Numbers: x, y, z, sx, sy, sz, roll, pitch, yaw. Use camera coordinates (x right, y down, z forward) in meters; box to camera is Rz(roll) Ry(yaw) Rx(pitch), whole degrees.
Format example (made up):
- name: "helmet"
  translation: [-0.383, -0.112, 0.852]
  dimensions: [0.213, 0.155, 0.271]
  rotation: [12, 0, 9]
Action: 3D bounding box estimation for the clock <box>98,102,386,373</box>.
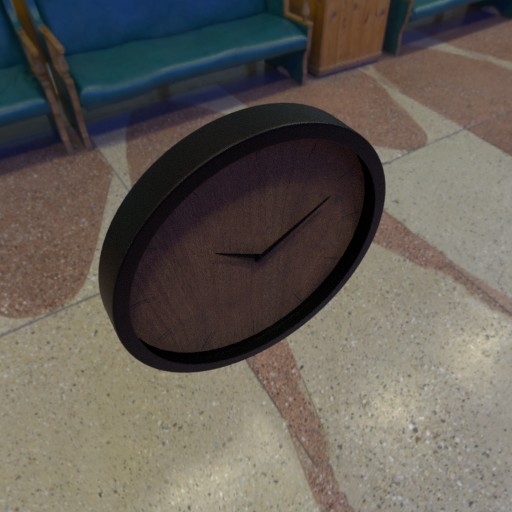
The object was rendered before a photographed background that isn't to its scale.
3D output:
- name: "clock"
  translation: [0.000, 0.000, 0.463]
  dimensions: [0.314, 0.314, 0.040]
  rotation: [-23, 50, -21]
